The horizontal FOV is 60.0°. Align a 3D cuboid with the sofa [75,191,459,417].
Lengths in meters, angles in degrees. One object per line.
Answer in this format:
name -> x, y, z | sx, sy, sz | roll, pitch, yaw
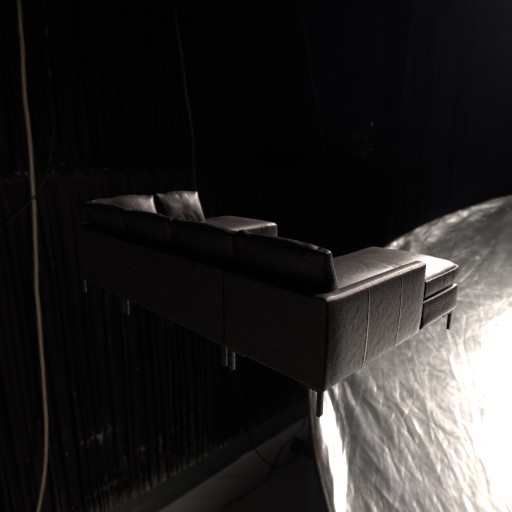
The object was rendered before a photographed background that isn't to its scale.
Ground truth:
sofa -> 0.000, 0.000, 3.839 | 1.939, 0.900, 2.956 | -13, 19, -43
